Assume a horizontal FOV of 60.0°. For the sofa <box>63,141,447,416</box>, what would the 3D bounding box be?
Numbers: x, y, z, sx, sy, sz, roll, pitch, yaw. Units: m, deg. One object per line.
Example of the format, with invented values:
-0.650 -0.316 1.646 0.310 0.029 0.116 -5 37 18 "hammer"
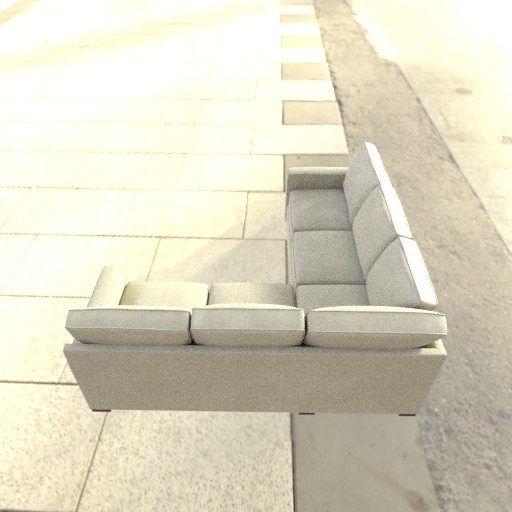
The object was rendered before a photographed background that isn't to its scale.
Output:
0.000 0.000 3.452 2.211 0.936 2.188 0 42 0 "sofa"
